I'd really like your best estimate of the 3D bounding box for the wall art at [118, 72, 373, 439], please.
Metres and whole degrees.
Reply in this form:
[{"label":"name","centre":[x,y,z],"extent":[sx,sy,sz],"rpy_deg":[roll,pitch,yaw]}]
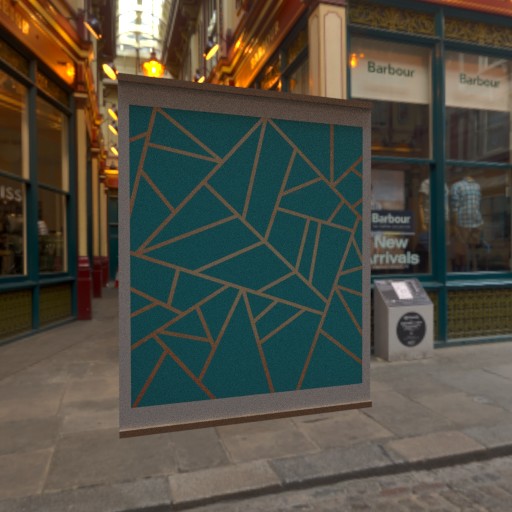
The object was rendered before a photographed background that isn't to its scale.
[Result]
[{"label":"wall art","centre":[0.000,0.000,0.683],"extent":[0.405,0.508,0.012],"rpy_deg":[0,1,-18]}]
